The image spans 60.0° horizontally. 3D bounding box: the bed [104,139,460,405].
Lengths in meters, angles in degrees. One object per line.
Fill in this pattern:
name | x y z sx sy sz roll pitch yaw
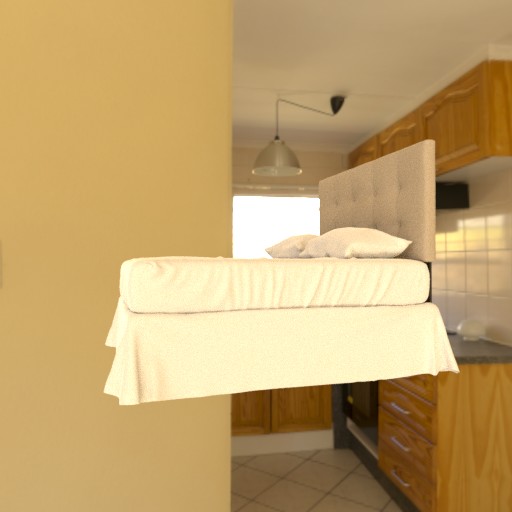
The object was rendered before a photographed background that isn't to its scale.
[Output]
bed | 0.000 0.000 3.443 2.222 1.577 1.936 0 -1 -18
